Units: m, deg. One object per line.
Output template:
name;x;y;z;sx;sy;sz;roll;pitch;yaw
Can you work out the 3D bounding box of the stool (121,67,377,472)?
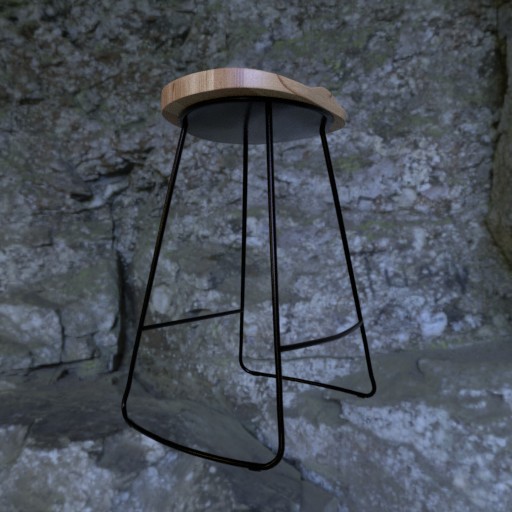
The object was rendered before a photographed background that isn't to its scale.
stool;0.000;0.000;0.966;0.401;0.679;0.480;1;1;36
